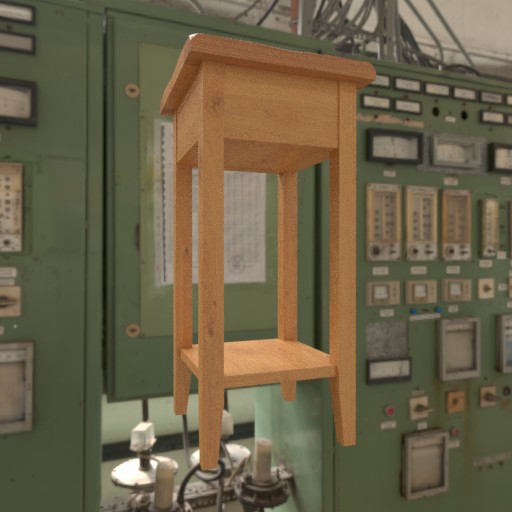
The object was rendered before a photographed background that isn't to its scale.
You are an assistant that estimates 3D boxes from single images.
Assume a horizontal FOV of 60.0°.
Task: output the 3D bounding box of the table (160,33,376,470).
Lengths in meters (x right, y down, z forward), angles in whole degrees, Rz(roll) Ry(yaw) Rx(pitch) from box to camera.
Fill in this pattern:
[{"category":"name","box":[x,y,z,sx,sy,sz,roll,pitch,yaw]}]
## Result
[{"category":"table","box":[0.000,0.000,0.959,0.360,0.740,0.360,0,0,-20]}]
